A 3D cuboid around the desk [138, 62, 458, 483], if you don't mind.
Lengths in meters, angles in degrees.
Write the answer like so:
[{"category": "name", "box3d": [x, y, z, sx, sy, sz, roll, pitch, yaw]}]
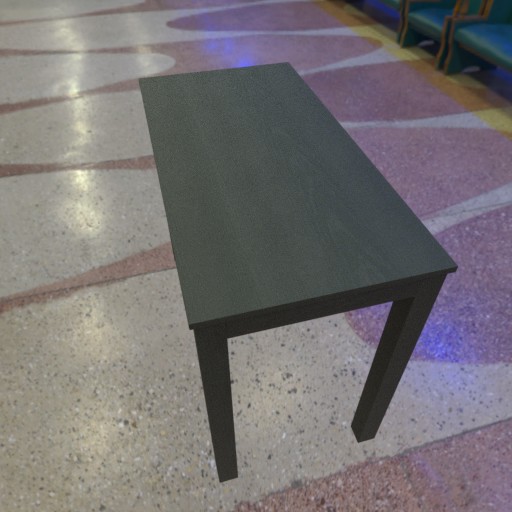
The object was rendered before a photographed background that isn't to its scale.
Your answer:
[{"category": "desk", "box3d": [0.000, 0.000, 1.373, 0.499, 0.762, 0.991, -11, 46, -11]}]
